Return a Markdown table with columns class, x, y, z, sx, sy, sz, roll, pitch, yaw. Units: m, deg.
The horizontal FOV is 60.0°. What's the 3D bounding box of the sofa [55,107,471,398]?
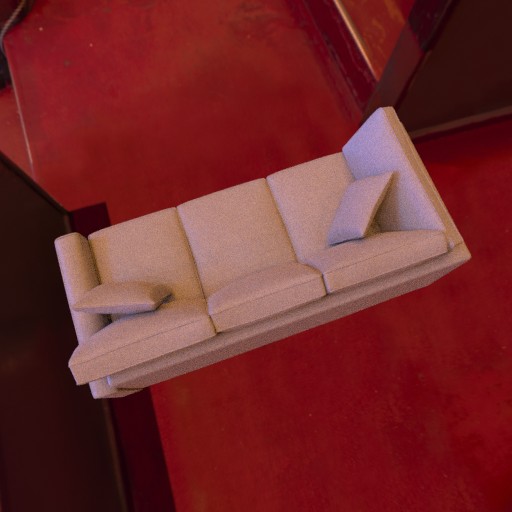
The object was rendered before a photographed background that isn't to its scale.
| class | x | y | z | sx | sy | sz | roll | pitch | yaw |
| --- | --- | --- | --- | --- | --- | --- | --- | --- | --- |
| sofa | 0.000 | 0.000 | 2.865 | 2.317 | 0.962 | 1.061 | -19 | 74 | -6 |
